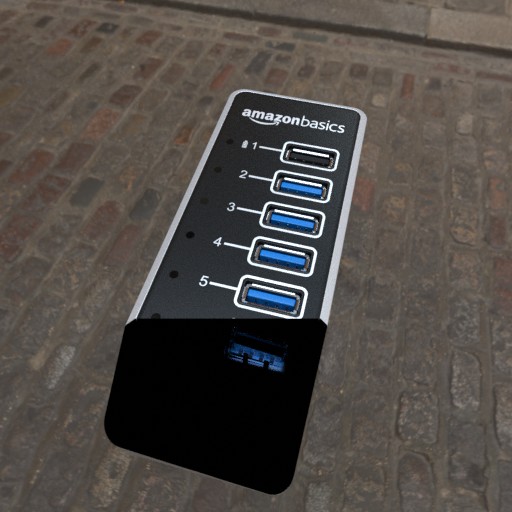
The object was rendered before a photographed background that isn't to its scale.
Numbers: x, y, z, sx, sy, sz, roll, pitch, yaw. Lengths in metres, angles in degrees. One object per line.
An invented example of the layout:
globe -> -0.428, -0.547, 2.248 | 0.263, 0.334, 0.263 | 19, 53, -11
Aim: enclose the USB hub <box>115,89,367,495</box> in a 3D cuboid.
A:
USB hub -> 0.000, 0.000, 0.123 | 0.044, 0.023, 0.110 | 13, 58, 8
